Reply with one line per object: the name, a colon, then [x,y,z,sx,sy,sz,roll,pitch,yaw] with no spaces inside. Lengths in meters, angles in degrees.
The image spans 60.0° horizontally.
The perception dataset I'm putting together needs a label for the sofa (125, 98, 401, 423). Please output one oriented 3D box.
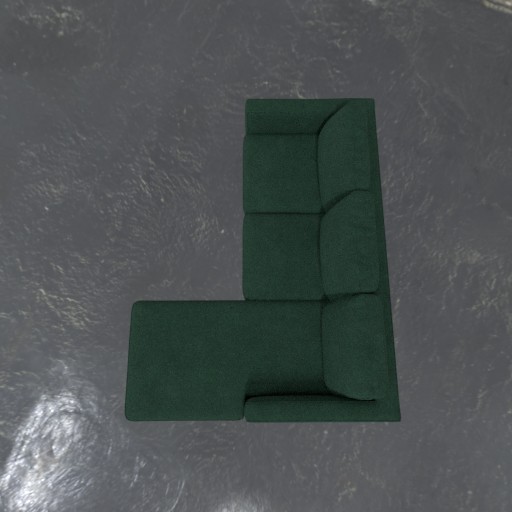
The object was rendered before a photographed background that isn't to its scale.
sofa: [0.000,0.000,2.894,1.580,0.899,2.030,0,75,0]
